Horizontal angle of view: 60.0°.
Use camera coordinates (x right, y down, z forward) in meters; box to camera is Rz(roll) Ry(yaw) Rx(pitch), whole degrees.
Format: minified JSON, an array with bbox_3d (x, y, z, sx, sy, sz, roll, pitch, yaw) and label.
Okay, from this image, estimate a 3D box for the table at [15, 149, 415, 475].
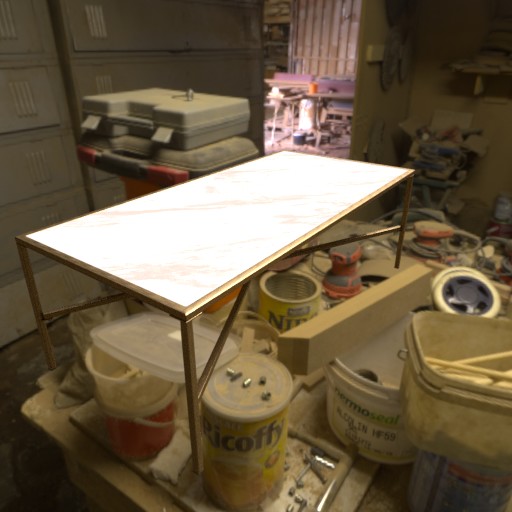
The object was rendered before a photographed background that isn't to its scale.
[{"bbox_3d":[0.000,0.000,1.442,0.577,0.405,1.197,18,31,32],"label":"table"}]
